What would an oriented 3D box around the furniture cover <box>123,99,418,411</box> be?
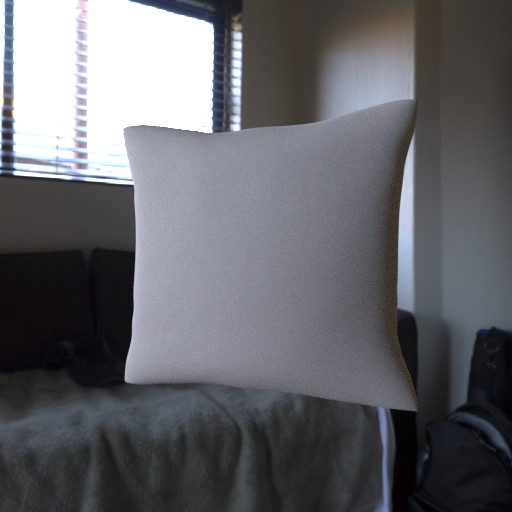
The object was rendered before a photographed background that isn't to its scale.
[{"bbox_3d":[0.000,0.000,0.796,0.552,0.509,0.193,0,1,18],"label":"furniture cover"}]
